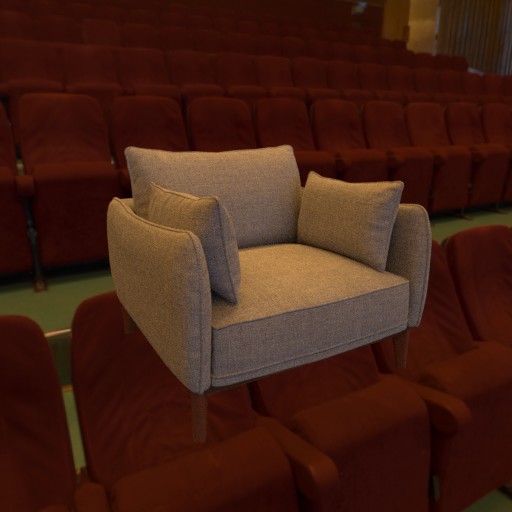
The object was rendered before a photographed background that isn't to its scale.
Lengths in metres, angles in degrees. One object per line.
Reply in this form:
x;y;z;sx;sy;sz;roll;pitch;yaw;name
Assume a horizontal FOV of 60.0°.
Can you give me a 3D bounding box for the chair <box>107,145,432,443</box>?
0.000;0.000;1.777;0.993;0.839;0.976;-9;19;-28;chair
